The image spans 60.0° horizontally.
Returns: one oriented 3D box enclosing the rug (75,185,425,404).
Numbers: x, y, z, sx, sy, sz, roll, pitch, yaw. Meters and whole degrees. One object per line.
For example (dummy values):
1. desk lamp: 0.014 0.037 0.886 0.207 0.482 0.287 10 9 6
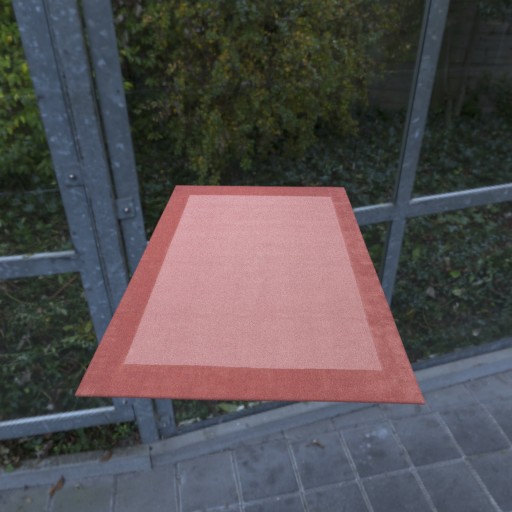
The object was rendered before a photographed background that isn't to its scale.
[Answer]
1. rug: 0.000 0.000 2.968 1.524 0.014 2.438 1 31 1
